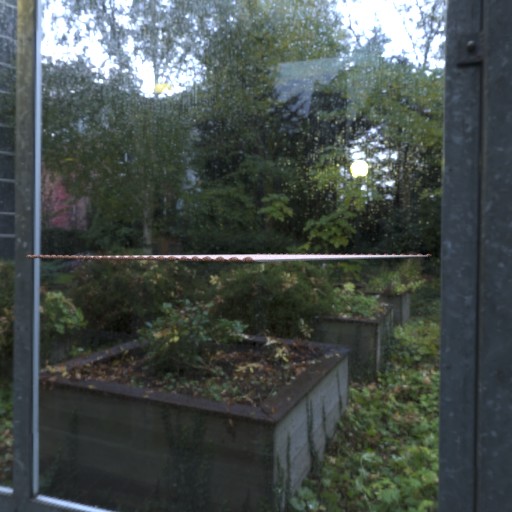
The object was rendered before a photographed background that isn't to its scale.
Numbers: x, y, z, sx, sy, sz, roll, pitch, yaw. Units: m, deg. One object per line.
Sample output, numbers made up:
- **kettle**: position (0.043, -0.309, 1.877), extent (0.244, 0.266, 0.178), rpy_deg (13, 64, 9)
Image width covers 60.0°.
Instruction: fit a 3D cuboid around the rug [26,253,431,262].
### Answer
- **rug**: position (0.000, 0.000, 4.429), extent (2.451, 0.035, 3.369), rpy_deg (0, 1, 37)
